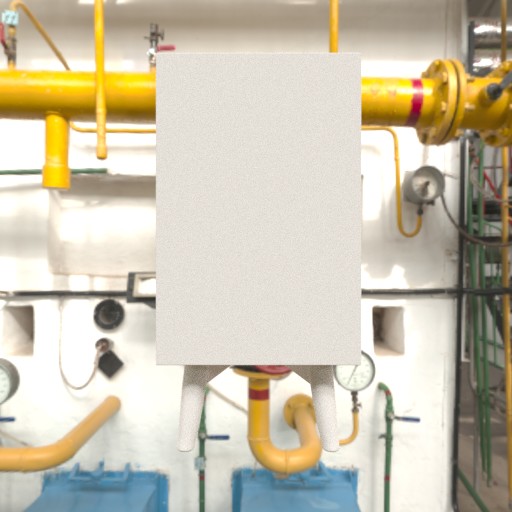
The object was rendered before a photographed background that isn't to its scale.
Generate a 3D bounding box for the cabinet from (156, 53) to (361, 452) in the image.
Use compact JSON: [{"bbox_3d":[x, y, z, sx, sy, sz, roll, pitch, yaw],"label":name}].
[{"bbox_3d":[0.000,0.000,1.230,0.398,0.761,0.800,0,0,0],"label":"cabinet"}]
